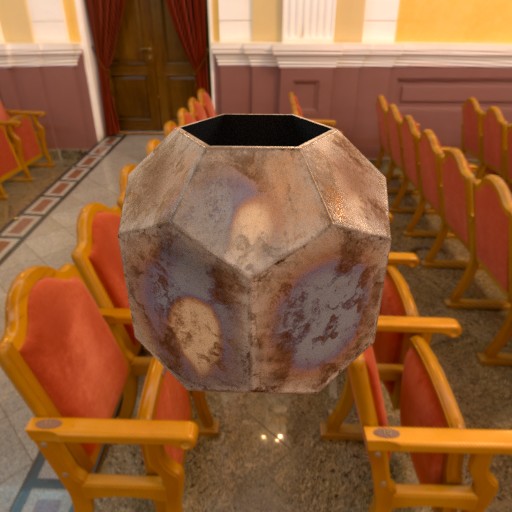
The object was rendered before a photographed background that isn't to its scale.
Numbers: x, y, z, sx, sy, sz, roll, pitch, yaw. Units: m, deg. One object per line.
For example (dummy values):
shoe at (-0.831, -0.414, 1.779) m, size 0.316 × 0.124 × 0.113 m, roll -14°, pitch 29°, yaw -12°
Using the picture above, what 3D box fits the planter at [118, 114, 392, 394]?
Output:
planter at (0.000, 0.000, 0.418) m, size 0.221 × 0.238 × 0.243 m, roll 1°, pitch 29°, yaw 2°
